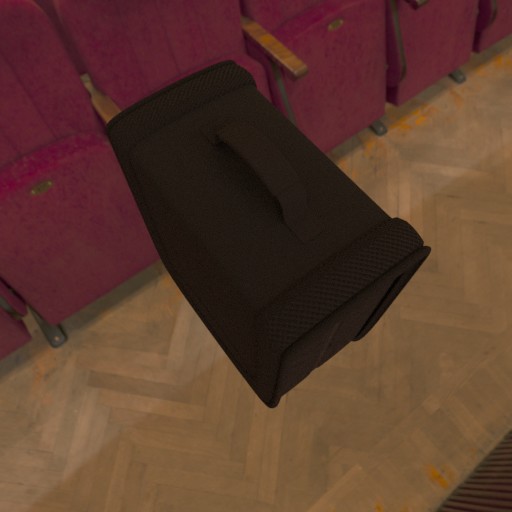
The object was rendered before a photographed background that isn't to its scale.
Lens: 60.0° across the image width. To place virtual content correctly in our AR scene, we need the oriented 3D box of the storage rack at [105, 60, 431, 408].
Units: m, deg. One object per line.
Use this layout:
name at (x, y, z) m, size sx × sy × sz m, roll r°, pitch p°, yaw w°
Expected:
storage rack at (0.000, 0.000, 0.548) m, size 0.168 × 0.387 × 0.297 m, roll -34°, pitch 68°, yaw -16°
